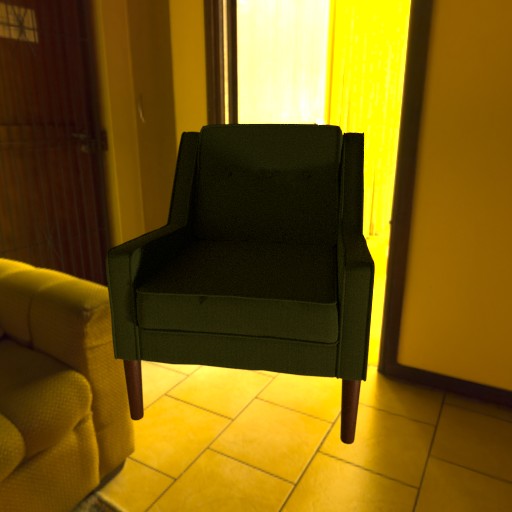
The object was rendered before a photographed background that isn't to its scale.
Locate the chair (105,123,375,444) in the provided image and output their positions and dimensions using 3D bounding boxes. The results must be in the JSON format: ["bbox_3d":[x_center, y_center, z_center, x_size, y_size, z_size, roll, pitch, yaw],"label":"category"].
[{"bbox_3d":[0.000,0.000,1.381,0.663,0.792,0.743,3,17,9],"label":"chair"}]
